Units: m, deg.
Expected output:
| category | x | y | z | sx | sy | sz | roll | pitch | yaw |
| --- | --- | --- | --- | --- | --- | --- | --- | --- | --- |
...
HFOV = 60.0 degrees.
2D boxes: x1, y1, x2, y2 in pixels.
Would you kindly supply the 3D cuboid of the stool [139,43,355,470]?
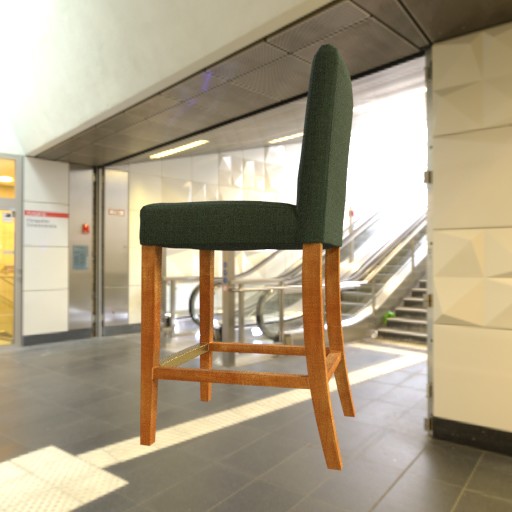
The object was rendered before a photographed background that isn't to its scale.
| category | x | y | z | sx | sy | sz | roll | pitch | yaw |
| --- | --- | --- | --- | --- | --- | --- | --- | --- | --- |
| stool | 0.000 | 0.000 | 1.343 | 0.567 | 1.039 | 0.454 | 0 | -1 | 17 |
